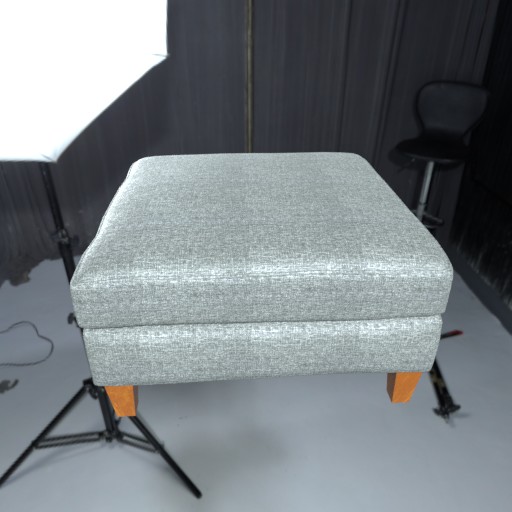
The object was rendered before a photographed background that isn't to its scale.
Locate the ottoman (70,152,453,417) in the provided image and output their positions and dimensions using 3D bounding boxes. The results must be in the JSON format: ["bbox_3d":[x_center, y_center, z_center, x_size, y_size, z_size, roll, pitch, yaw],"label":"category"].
[{"bbox_3d":[0.000,0.000,1.359,0.838,0.481,0.838,-2,30,-3],"label":"ottoman"}]
